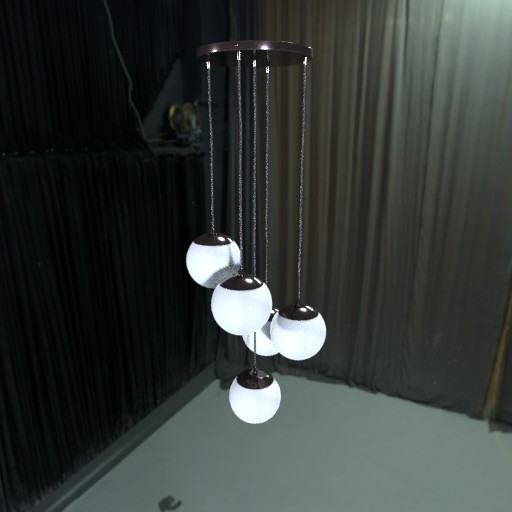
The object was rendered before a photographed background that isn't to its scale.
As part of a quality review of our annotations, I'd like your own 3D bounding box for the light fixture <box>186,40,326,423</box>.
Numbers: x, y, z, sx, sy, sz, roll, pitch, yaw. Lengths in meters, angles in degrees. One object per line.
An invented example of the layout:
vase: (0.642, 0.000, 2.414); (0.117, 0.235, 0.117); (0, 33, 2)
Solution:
light fixture: (0.000, 0.000, 1.498); (0.489, 1.271, 0.484); (8, 18, 25)
